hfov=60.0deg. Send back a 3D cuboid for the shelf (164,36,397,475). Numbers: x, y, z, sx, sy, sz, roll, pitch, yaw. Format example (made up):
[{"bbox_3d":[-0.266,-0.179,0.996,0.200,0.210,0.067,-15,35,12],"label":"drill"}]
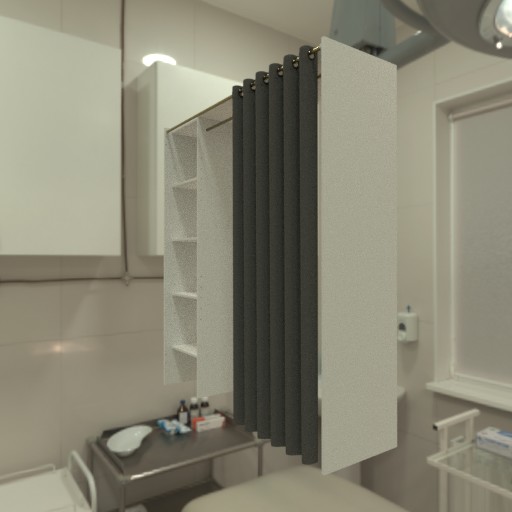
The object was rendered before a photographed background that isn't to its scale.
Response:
[{"bbox_3d":[0.000,0.000,2.605,0.500,1.810,1.600,0,0,-36],"label":"shelf"}]
